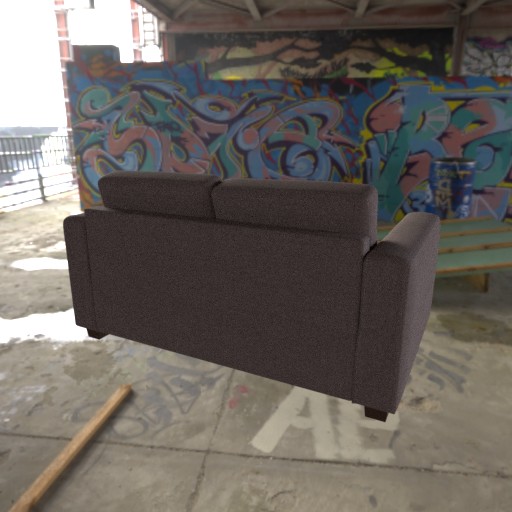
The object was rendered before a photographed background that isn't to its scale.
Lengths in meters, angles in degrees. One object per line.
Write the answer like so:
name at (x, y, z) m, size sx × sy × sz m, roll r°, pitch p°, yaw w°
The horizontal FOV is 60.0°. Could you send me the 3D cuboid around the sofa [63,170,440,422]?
sofa at (0.000, 0.000, 2.074) m, size 1.520 × 0.800 × 0.900 m, roll 8°, pitch 18°, yaw 26°
